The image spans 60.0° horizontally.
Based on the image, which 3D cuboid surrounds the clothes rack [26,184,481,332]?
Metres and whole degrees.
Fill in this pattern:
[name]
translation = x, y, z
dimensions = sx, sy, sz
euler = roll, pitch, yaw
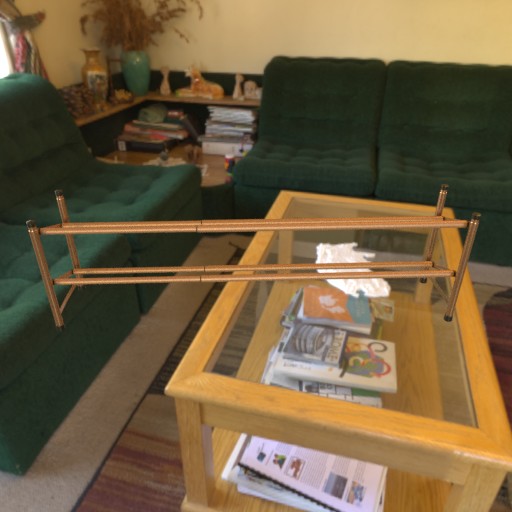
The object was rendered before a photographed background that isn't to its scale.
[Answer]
[clothes rack]
translation = 0.000, 0.000, 1.312
dimensions = 1.168, 0.349, 0.229
euler = -1, 30, -2
